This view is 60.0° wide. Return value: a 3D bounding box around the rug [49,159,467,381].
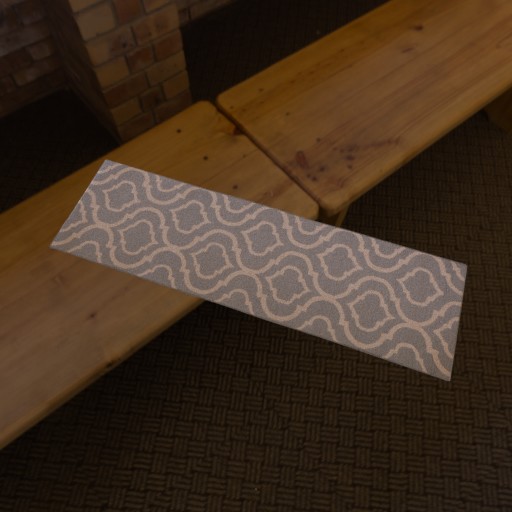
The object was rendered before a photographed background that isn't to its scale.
[{"bbox_3d":[0.000,0.000,2.510,2.275,0.009,0.684,17,64,9],"label":"rug"}]
